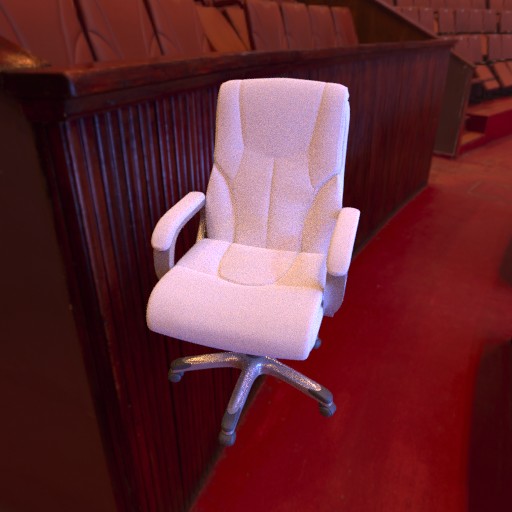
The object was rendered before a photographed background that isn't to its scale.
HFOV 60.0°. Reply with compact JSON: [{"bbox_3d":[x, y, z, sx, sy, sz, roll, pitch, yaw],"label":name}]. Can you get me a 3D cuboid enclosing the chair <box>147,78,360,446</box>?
[{"bbox_3d":[0.000,0.000,1.579,0.687,1.120,0.738,8,28,15],"label":"chair"}]
